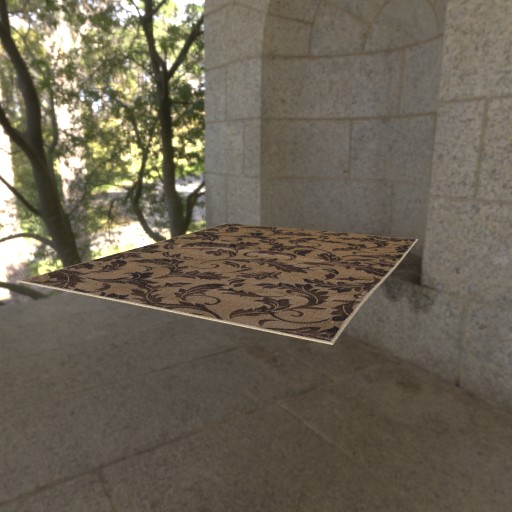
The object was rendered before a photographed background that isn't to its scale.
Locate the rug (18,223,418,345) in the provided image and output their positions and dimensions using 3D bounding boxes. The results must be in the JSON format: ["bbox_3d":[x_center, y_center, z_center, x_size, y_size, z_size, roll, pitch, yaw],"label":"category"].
[{"bbox_3d":[0.000,0.000,3.975,2.380,0.008,2.977,7,15,26],"label":"rug"}]
